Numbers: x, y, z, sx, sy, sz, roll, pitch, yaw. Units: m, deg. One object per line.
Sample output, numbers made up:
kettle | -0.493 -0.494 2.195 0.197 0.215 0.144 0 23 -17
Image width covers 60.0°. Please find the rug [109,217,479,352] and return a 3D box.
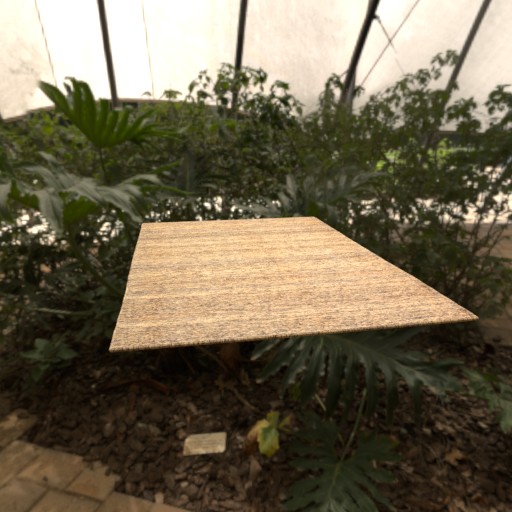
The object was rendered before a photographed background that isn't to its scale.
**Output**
rug | 0.000 0.000 2.289 1.243 0.014 1.846 -3 16 -10
